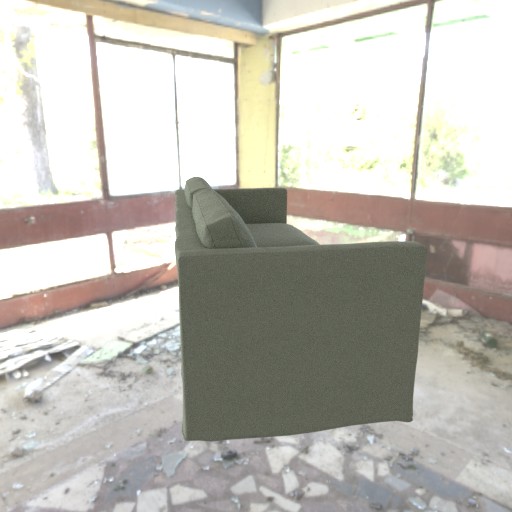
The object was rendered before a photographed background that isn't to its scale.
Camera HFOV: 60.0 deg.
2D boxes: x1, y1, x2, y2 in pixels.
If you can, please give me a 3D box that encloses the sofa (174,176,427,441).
[{"bbox_3d":[0.000,0.000,2.717,0.962,0.853,2.312,-2,14,-10],"label":"sofa"}]
